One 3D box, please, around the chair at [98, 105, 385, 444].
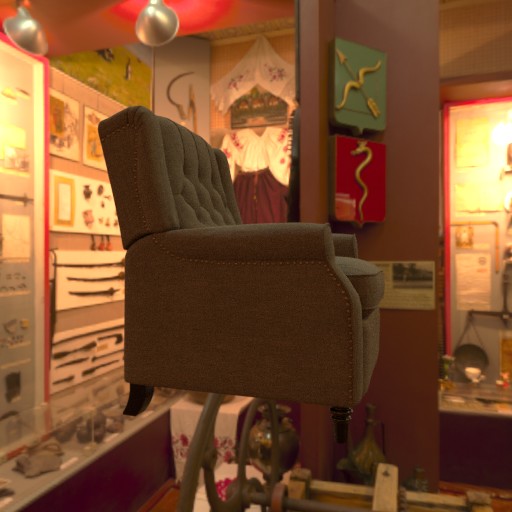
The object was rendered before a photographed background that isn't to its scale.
[{"bbox_3d":[0.000,0.000,1.631,0.898,1.035,0.742,0,0,19],"label":"chair"}]
